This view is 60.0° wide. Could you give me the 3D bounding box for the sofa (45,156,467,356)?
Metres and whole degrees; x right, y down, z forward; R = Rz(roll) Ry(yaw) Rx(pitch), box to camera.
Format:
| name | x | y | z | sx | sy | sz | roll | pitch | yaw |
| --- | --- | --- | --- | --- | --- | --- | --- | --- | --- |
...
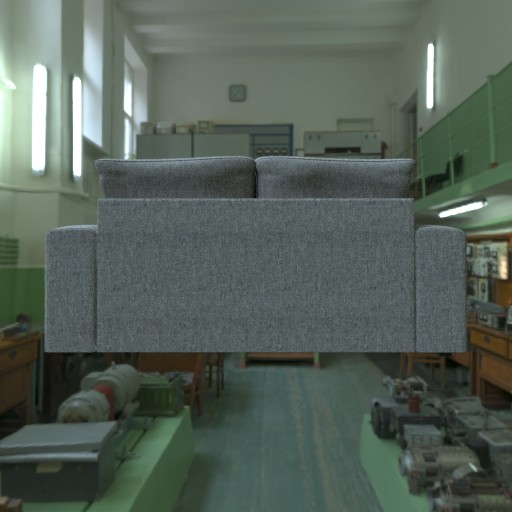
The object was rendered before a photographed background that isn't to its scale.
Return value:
| name | x | y | z | sx | sy | sz | roll | pitch | yaw |
| --- | --- | --- | --- | --- | --- | --- | --- | --- | --- |
| sofa | 0.000 | 0.000 | 2.387 | 1.758 | 0.877 | 1.094 | 0 | -1 | 0 |
